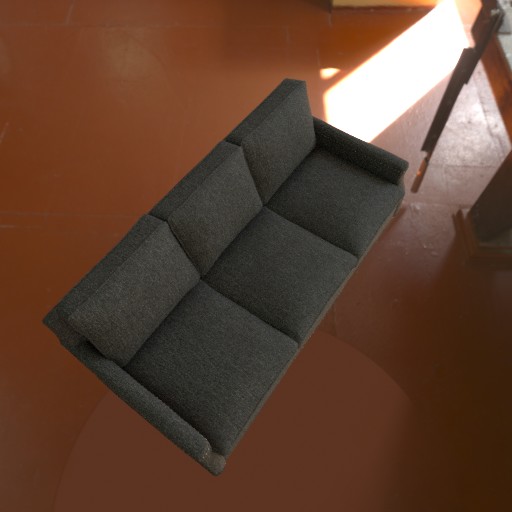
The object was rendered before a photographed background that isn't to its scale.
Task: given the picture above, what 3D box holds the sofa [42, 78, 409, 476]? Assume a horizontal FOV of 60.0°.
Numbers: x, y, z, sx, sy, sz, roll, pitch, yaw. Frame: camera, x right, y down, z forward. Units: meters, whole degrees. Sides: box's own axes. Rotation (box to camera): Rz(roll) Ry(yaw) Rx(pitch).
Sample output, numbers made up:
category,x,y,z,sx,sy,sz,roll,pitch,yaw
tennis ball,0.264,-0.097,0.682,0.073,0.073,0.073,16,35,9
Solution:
category,x,y,z,sx,sy,sz,roll,pitch,yaw
sofa,0.000,0.000,2.758,1.084,1.003,2.246,32,65,17
